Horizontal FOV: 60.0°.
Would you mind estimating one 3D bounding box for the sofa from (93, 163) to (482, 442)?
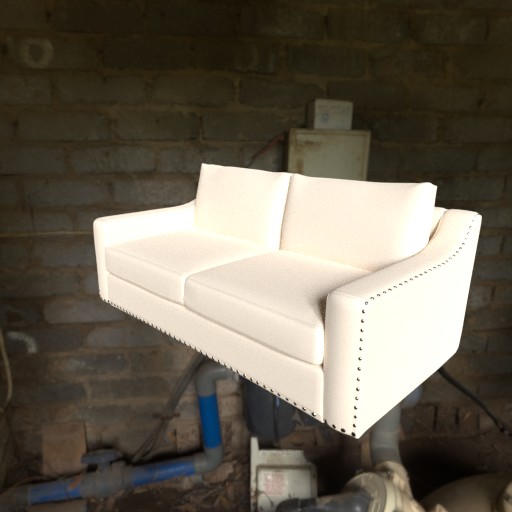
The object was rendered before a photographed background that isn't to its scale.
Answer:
[{"bbox_3d":[0.000,0.000,2.273,0.949,0.830,1.812,-15,22,-43],"label":"sofa"}]
